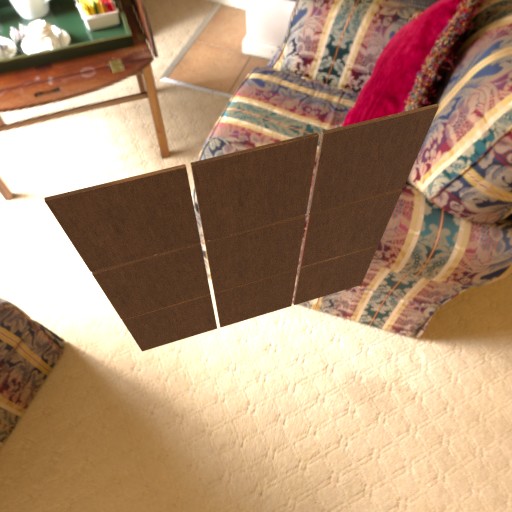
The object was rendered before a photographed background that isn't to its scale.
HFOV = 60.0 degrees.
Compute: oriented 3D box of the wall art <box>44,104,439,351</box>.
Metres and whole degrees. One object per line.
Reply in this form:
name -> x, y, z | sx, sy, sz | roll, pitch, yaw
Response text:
wall art -> 0.000, 0.000, 1.823 | 1.215, 1.213, 0.013 | -16, 60, -9
